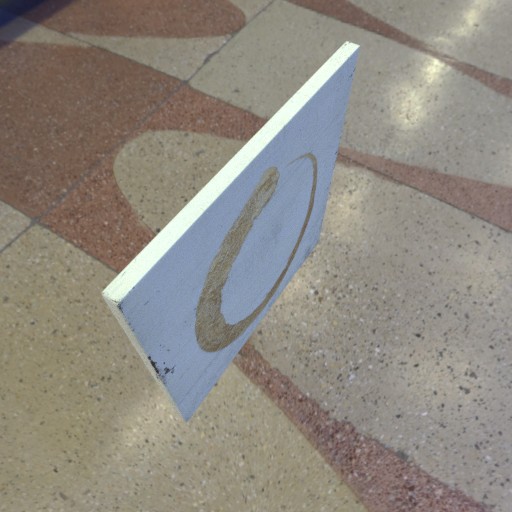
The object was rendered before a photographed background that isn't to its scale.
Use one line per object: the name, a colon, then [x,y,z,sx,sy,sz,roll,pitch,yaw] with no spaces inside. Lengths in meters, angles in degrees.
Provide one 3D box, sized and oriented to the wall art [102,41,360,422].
wall art: [0.000,0.000,1.126,0.038,0.762,0.762,30,62,18]
